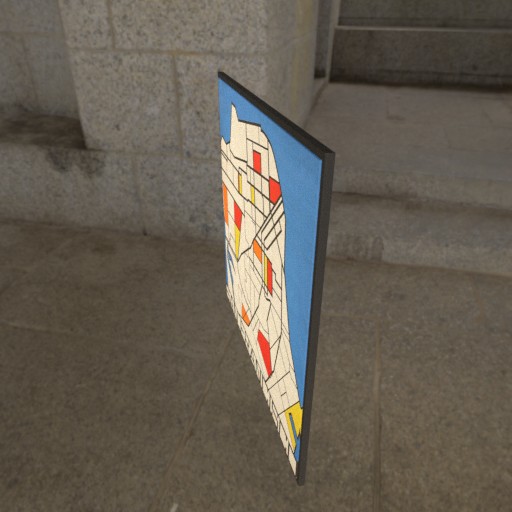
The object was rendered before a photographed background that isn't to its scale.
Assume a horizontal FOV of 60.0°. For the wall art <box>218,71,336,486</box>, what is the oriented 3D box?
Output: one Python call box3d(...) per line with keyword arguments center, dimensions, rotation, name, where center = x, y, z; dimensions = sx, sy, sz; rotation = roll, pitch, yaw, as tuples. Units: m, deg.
box3d(center=(0.000, 0.000, 0.971), dimensions=(0.015, 0.663, 0.664), rotation=(-8, 32, -13), name="wall art")
